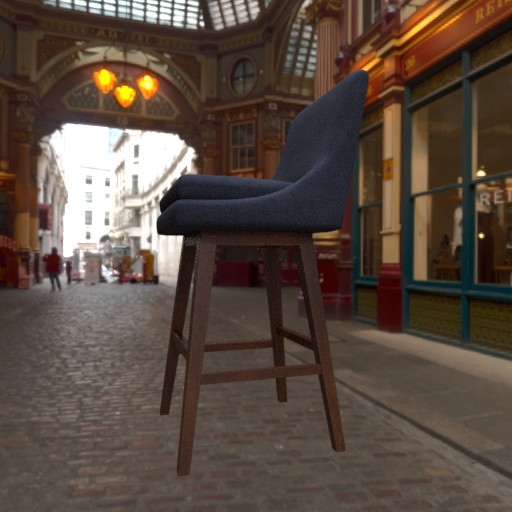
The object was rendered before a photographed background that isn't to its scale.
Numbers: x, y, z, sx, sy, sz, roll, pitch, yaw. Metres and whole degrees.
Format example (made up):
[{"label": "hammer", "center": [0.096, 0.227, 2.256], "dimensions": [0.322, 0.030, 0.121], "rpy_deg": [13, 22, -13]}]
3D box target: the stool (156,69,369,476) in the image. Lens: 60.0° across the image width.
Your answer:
[{"label": "stool", "center": [0.000, 0.000, 1.378], "dimensions": [0.572, 1.068, 0.489], "rpy_deg": [0, 0, -18]}]
